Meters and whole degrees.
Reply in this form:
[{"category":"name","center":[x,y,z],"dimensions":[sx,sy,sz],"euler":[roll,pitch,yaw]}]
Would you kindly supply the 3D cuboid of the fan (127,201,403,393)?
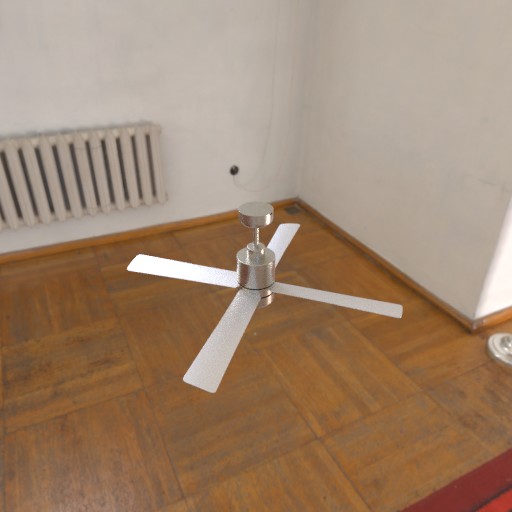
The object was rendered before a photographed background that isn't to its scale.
[{"category":"fan","center":[0.000,0.000,2.307],"dimensions":[1.525,0.539,1.525],"euler":[10,32,16]}]
